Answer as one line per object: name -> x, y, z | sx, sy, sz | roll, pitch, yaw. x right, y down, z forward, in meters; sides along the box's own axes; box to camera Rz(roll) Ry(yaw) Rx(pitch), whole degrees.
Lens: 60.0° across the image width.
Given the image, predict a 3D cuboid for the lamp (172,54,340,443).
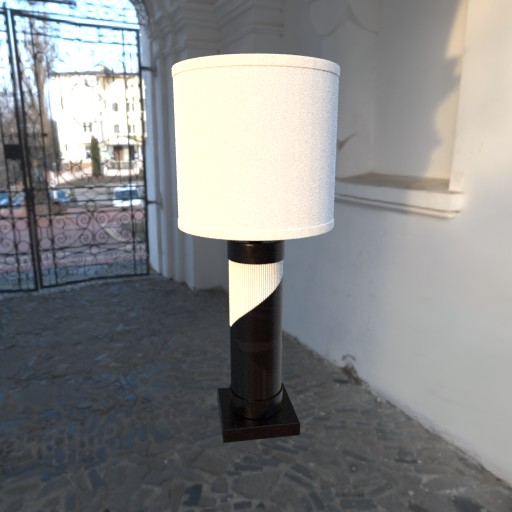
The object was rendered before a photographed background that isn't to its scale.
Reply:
lamp -> 0.000, 0.000, 0.620 | 0.211, 0.509, 0.211 | -2, 14, -9
